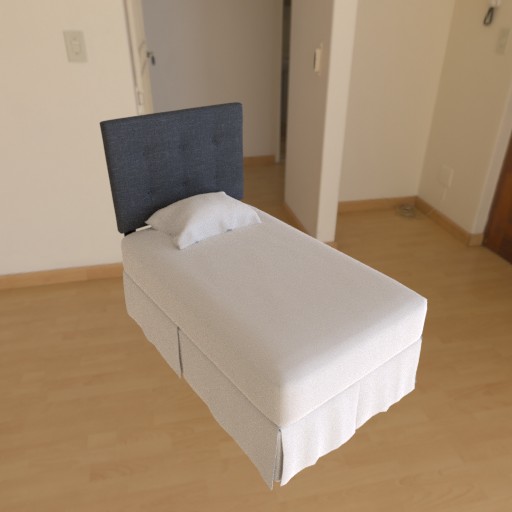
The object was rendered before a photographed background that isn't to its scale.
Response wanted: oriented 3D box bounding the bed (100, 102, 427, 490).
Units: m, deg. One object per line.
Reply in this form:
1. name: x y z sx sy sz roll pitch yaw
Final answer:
1. bed: 0.000 0.000 2.949 1.261 1.571 1.997 -21 35 -32
